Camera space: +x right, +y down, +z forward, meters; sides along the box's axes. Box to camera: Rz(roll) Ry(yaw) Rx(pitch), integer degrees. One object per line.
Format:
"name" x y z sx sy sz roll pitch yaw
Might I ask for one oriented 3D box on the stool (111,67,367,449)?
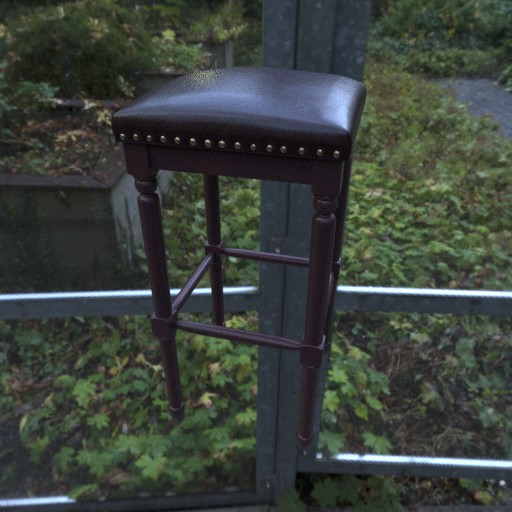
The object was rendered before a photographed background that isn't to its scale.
"stool" 0.000 0.000 0.984 0.382 0.768 0.383 8 32 13
